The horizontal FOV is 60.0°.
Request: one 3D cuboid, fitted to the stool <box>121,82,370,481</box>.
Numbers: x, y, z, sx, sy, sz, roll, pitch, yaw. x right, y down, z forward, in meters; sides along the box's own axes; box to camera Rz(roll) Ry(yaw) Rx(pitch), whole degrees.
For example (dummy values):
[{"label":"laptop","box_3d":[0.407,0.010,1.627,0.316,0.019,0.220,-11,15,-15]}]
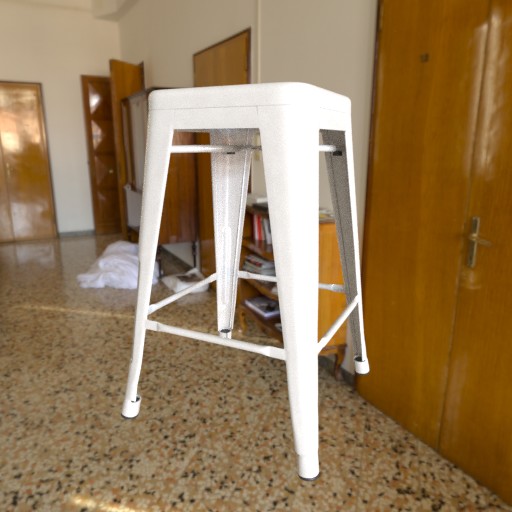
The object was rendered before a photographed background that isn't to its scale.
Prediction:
[{"label":"stool","box_3d":[0.000,0.000,0.885,0.406,0.610,0.406,7,16,25]}]
